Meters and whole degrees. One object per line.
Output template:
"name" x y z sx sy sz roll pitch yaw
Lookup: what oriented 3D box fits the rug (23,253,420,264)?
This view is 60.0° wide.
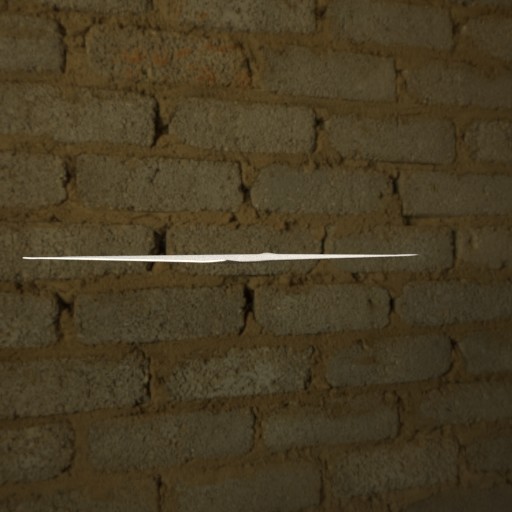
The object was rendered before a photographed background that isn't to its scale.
"rug" 0.000 0.000 2.433 1.214 0.023 1.947 1 1 36
